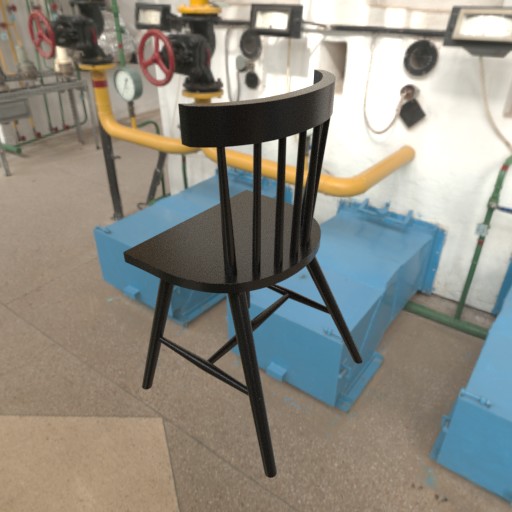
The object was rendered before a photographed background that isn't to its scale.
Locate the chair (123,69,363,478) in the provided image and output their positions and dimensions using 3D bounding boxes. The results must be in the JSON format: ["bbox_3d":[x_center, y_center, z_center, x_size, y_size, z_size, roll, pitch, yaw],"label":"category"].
[{"bbox_3d":[0.000,0.000,1.143,0.483,0.844,0.506,22,38,31],"label":"chair"}]
